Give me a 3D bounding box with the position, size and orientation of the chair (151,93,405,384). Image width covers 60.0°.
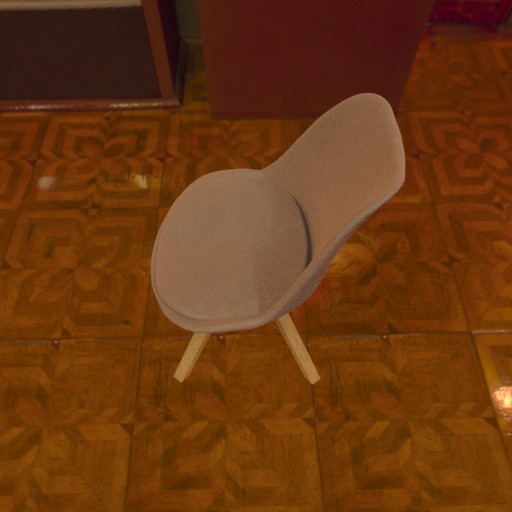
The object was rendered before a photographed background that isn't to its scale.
[{"bbox_3d":[0.000,0.000,1.176,0.550,0.850,0.485,1,58,0],"label":"chair"}]
